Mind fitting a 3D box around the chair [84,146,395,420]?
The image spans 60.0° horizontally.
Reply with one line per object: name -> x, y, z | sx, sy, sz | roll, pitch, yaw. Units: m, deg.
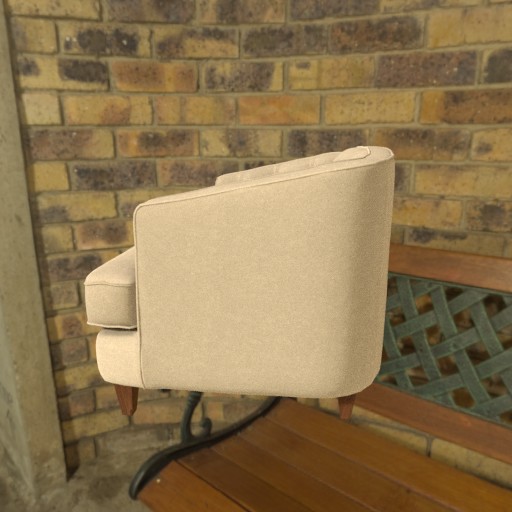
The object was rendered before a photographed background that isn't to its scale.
chair -> 0.000, 0.000, 1.768 | 0.941, 0.852, 1.104 | 2, 15, 8
